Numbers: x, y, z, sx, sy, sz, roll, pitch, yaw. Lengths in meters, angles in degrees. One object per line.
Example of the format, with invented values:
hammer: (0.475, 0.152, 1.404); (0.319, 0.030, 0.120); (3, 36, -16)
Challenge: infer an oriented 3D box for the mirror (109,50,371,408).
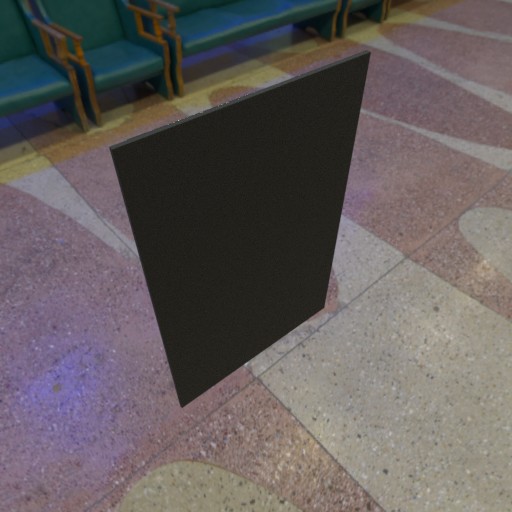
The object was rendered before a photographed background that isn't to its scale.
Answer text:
mirror: (0.000, 0.000, 1.170); (0.613, 0.914, 0.039); (-30, 53, -26)
